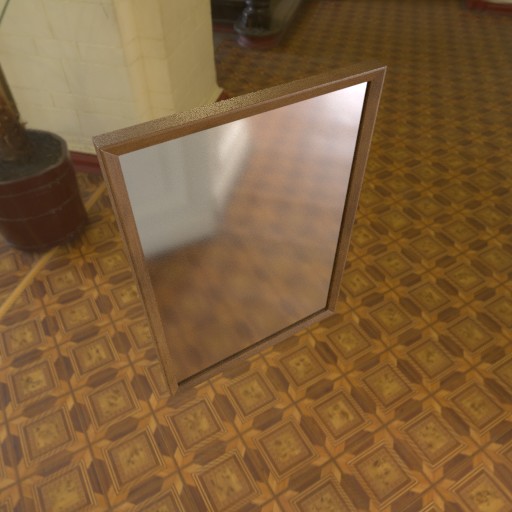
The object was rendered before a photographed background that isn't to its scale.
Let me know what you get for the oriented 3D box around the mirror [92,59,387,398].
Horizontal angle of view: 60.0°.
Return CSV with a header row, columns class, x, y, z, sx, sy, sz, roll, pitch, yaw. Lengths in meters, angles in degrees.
class,x,y,z,sx,sy,sz,roll,pitch,yaw
mirror,0.000,0.000,0.942,0.508,0.711,0.039,-23,50,-21
